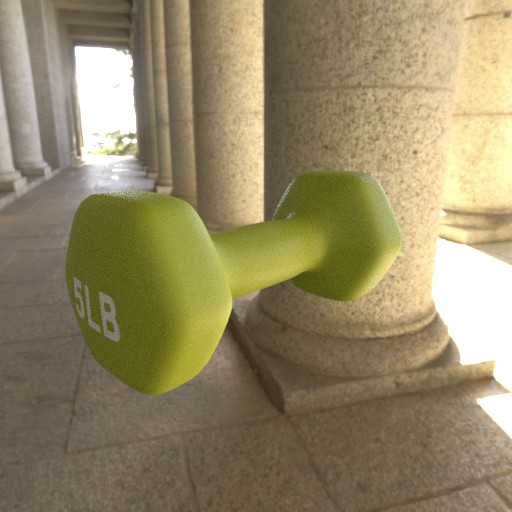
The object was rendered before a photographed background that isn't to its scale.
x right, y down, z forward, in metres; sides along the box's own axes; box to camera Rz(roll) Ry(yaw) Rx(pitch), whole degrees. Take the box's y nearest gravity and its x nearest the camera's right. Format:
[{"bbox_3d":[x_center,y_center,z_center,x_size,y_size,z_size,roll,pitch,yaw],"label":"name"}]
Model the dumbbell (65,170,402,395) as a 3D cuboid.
[{"bbox_3d":[0.000,0.000,0.211,0.080,0.072,0.164,15,22,43],"label":"dumbbell"}]
